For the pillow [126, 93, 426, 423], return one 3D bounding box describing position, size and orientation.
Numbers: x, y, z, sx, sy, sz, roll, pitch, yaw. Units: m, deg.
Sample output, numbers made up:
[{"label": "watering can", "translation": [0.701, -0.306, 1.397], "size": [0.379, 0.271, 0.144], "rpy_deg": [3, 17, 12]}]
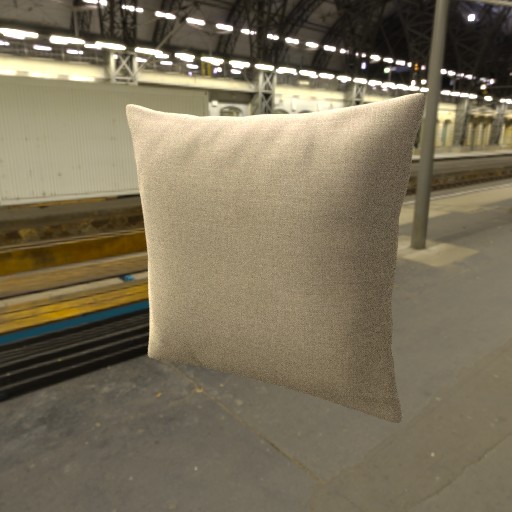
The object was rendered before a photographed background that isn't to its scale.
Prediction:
[{"label": "pillow", "translation": [0.000, 0.000, 0.764], "size": [0.523, 0.510, 0.166], "rpy_deg": [7, 17, 26]}]
